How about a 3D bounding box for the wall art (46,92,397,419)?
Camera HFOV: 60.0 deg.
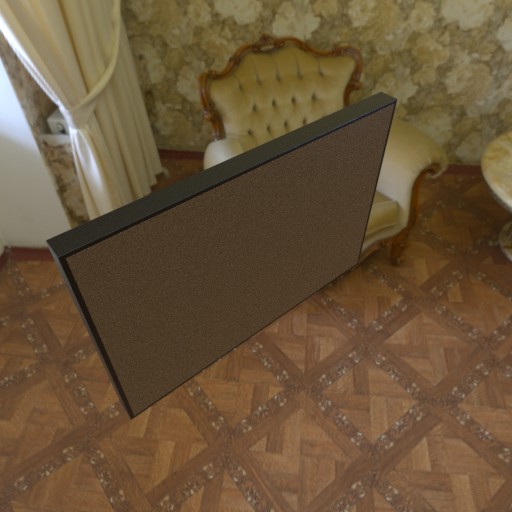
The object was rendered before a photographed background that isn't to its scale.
[{"bbox_3d":[0.000,0.000,1.222,0.939,0.640,0.058,-30,53,-27],"label":"wall art"}]
